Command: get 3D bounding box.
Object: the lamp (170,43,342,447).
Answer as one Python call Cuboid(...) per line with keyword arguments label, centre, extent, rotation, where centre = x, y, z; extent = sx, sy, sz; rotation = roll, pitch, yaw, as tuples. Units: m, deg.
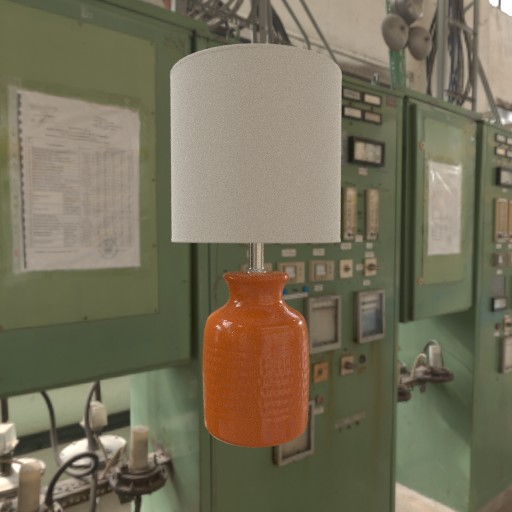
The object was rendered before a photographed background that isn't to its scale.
Cuboid(label="lamp", centre=(0.000, 0.000, 1.116), extent=(0.418, 0.871, 0.418), rotation=(-2, 3, -36))
